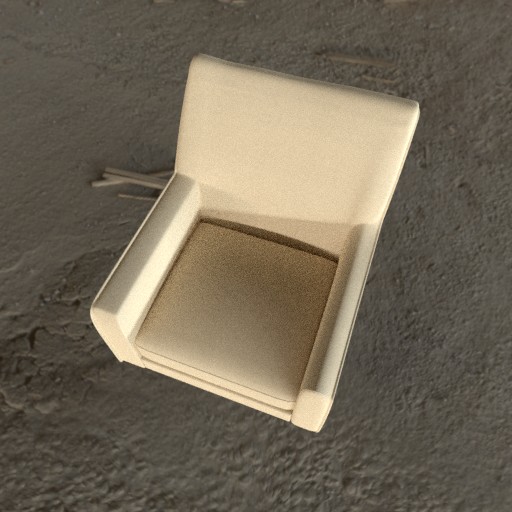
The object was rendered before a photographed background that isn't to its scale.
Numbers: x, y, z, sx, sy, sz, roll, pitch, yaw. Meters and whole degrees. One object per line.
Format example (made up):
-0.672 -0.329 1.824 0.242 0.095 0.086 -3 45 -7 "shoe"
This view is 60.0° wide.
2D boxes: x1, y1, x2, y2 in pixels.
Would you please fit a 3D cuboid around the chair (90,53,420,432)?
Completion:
0.000 0.000 1.586 0.780 0.919 0.899 17 58 11 "chair"
